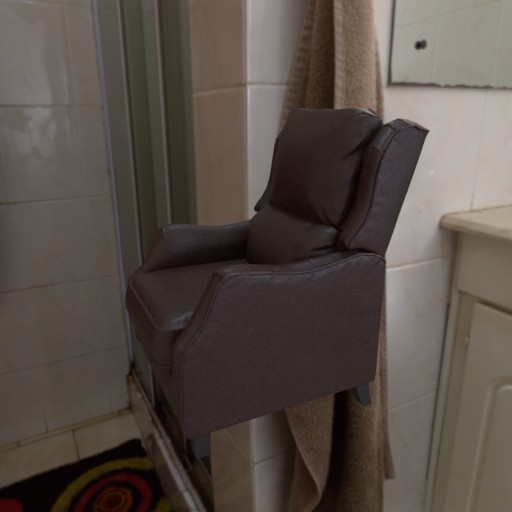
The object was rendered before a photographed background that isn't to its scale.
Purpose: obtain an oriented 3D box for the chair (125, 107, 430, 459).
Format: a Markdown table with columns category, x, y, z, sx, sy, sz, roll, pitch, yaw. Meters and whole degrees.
| category | x | y | z | sx | sy | sz | roll | pitch | yaw |
| --- | --- | --- | --- | --- | --- | --- | --- | --- | --- |
| chair | 0.000 | 0.000 | 1.769 | 0.982 | 1.132 | 0.770 | -8 | 19 | -25 |
